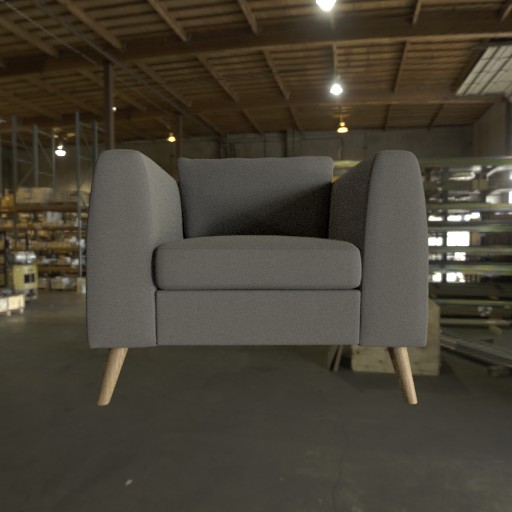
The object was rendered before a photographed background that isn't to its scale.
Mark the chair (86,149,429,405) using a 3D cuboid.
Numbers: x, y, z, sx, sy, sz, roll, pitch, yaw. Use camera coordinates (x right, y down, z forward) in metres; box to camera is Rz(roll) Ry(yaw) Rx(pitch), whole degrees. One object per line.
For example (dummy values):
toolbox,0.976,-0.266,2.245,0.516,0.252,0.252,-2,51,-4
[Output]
chair,0.000,0.000,1.711,1.000,0.860,0.930,0,2,-1
